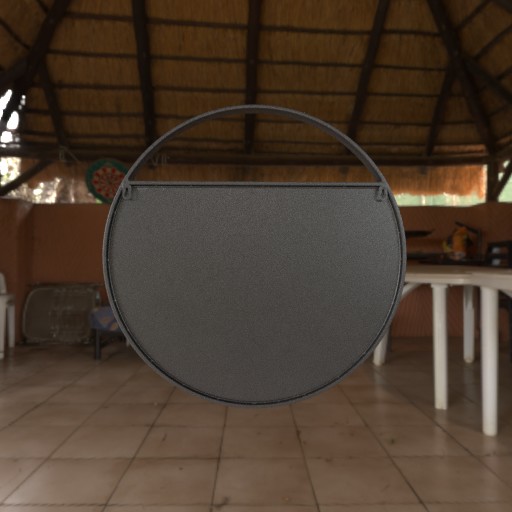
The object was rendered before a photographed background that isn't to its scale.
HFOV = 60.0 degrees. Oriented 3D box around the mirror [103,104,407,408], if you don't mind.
[{"bbox_3d":[0.000,0.000,0.839,0.565,0.565,0.032,0,-1,-2],"label":"mirror"}]
